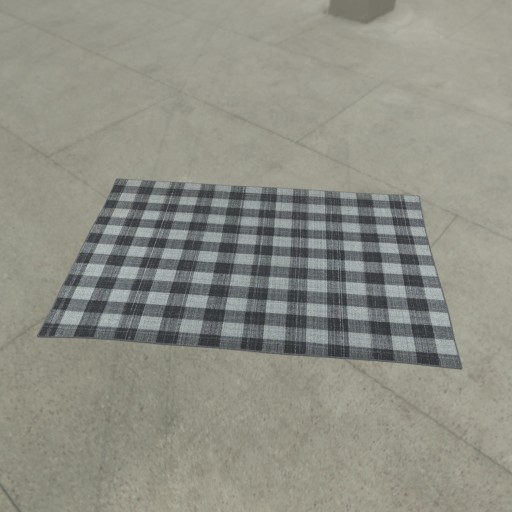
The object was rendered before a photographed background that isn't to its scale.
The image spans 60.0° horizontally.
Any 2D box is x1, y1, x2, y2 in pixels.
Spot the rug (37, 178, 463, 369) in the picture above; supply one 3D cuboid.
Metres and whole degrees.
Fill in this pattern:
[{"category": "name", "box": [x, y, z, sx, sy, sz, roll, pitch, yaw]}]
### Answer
[{"category": "rug", "box": [0.000, 0.000, 3.081, 2.476, 0.011, 1.554, 4, 47, 4]}]
